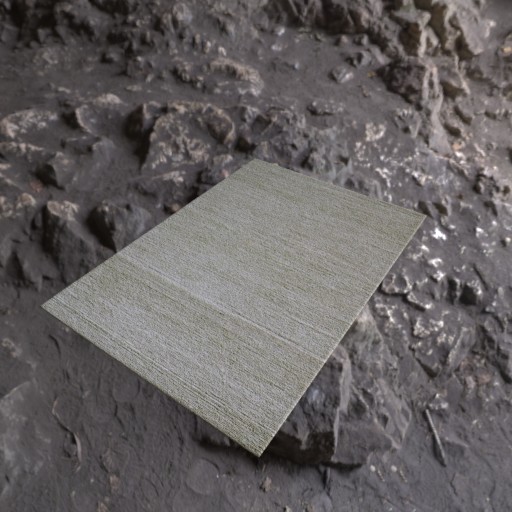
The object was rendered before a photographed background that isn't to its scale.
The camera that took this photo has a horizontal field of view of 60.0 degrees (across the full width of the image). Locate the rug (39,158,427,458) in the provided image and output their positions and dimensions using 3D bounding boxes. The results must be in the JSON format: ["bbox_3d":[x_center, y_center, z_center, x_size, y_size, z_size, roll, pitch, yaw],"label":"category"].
[{"bbox_3d":[0.000,0.000,3.028,1.606,0.017,2.270,24,46,26],"label":"rug"}]
